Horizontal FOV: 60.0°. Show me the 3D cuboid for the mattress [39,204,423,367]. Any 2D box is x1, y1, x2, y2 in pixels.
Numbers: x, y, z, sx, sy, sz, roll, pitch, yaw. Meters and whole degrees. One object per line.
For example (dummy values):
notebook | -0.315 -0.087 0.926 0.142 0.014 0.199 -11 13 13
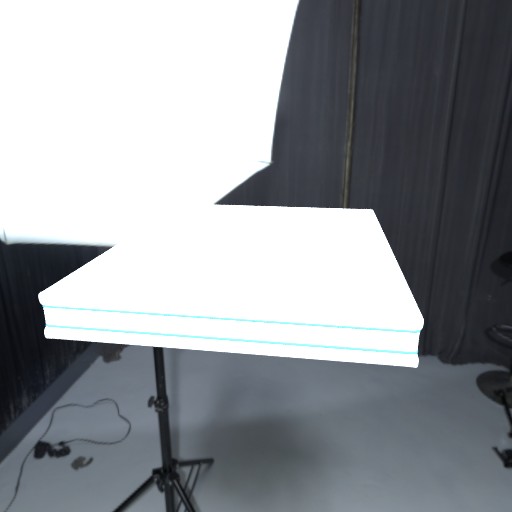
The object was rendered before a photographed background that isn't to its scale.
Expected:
mattress | 0.000 0.000 2.768 1.600 0.230 2.000 3 18 8
